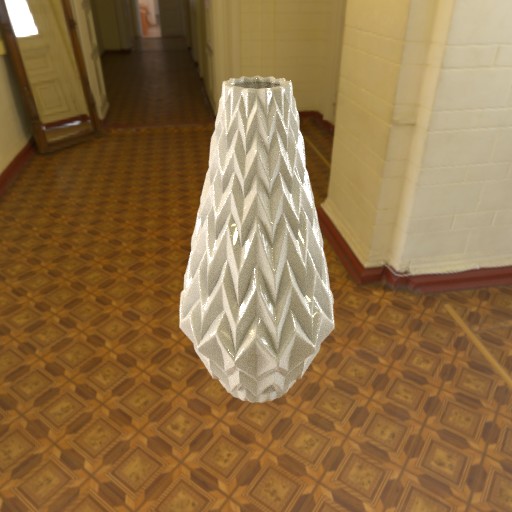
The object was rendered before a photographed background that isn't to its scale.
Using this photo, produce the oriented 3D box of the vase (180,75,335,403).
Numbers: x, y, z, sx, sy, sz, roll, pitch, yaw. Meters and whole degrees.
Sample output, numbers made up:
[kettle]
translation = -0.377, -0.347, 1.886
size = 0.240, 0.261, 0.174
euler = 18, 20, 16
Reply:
[vase]
translation = 0.000, 0.000, 0.440
size = 0.167, 0.328, 0.167
euler = 0, 32, 0
